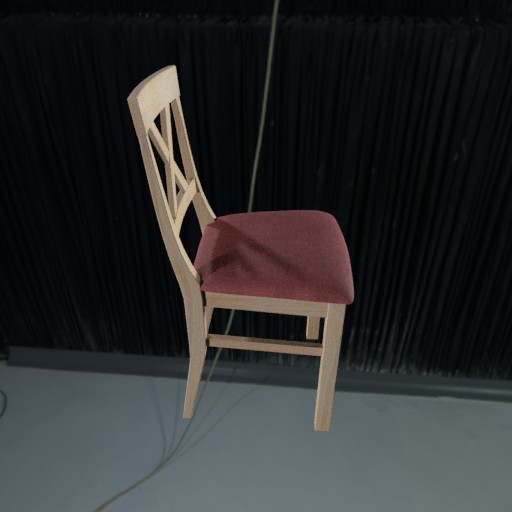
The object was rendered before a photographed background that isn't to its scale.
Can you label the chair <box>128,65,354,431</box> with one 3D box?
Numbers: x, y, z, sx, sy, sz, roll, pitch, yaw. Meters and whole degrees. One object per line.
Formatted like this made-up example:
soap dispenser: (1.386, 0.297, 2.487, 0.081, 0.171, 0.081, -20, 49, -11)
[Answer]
chair: (0.000, 0.000, 1.210, 0.492, 0.912, 0.439, 1, 32, 2)
